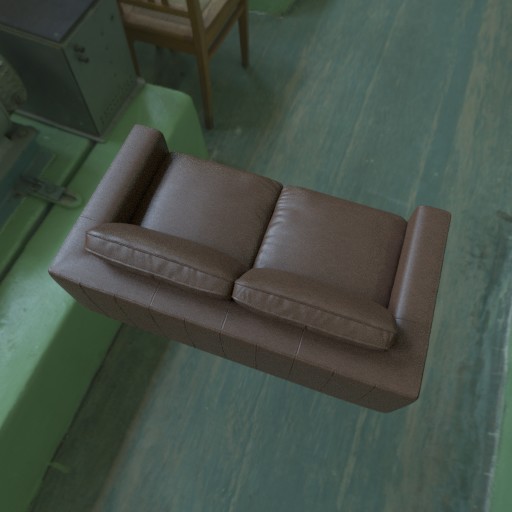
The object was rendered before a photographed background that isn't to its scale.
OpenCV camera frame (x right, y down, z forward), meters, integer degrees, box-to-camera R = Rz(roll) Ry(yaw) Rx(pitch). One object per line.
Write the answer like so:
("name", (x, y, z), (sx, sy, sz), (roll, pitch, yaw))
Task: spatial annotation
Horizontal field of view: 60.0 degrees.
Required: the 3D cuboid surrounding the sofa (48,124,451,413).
("sofa", (0.000, 0.000, 2.479), (1.920, 0.800, 1.070), (18, 66, 8))
